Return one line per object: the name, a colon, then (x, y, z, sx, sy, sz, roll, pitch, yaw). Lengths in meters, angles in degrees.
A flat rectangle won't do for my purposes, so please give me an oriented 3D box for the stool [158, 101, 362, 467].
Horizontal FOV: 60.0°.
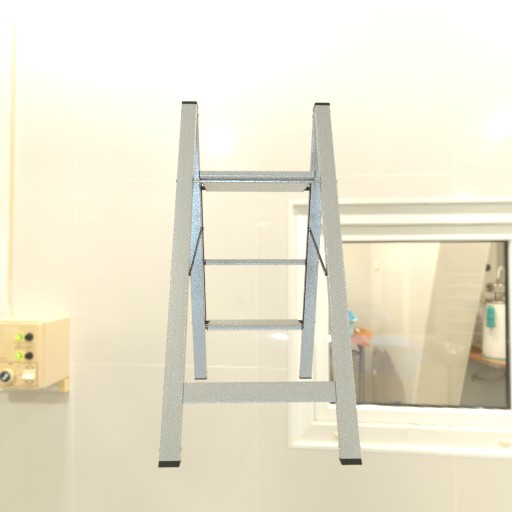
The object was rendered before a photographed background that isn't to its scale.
stool: (0.000, 0.000, 1.311, 0.441, 0.902, 0.730, 0, -1, -2)
